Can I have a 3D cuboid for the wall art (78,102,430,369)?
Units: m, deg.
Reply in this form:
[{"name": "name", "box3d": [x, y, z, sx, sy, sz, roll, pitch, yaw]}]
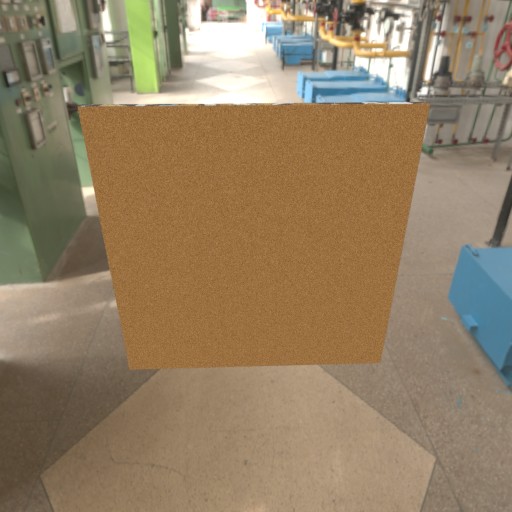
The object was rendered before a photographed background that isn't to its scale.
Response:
[{"name": "wall art", "box3d": [0.000, 0.000, 0.614, 0.404, 0.406, 0.010, -1, 31, -2]}]
